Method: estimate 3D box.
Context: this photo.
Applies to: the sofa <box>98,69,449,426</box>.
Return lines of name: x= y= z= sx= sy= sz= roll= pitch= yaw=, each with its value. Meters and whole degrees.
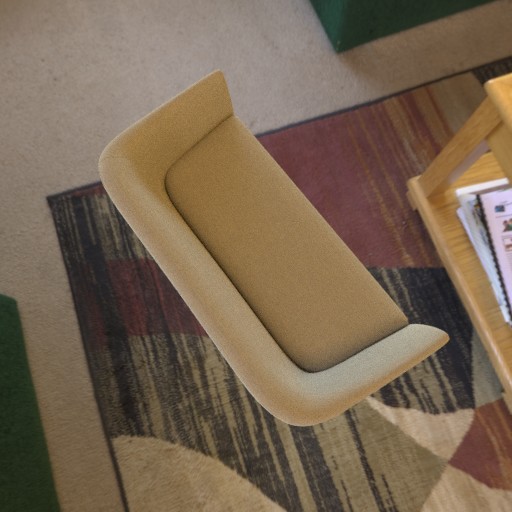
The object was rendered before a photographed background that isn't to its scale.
sofa: x=0.000 y=0.000 z=1.918 sx=0.705 sy=0.721 sz=1.452 roll=-36 pitch=78 yaw=-9
